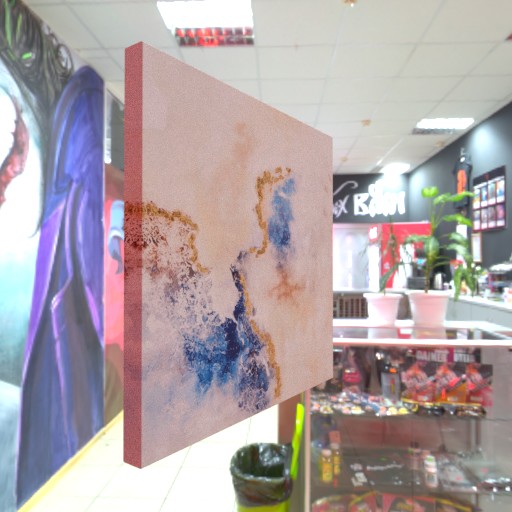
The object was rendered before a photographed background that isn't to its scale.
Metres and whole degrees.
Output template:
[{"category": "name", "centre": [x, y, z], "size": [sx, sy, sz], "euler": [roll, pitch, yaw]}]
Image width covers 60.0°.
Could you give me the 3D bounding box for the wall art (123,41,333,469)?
[{"category": "wall art", "centre": [0.000, 0.000, 1.544], "size": [0.071, 1.061, 1.061], "euler": [0, -1, 36]}]
